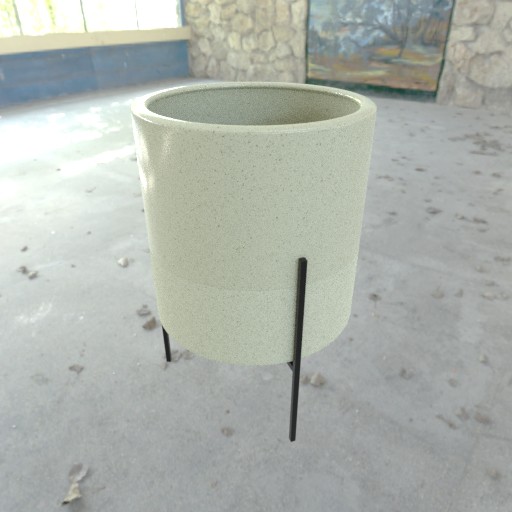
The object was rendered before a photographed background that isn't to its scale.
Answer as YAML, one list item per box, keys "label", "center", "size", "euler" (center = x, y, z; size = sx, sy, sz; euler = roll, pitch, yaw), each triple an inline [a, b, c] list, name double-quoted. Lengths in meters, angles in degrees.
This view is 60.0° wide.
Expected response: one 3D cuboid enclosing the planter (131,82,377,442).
- label: "planter"
  center: [0.000, 0.000, 0.700]
  size: [0.314, 0.475, 0.323]
  euler: [22, 36, 33]
